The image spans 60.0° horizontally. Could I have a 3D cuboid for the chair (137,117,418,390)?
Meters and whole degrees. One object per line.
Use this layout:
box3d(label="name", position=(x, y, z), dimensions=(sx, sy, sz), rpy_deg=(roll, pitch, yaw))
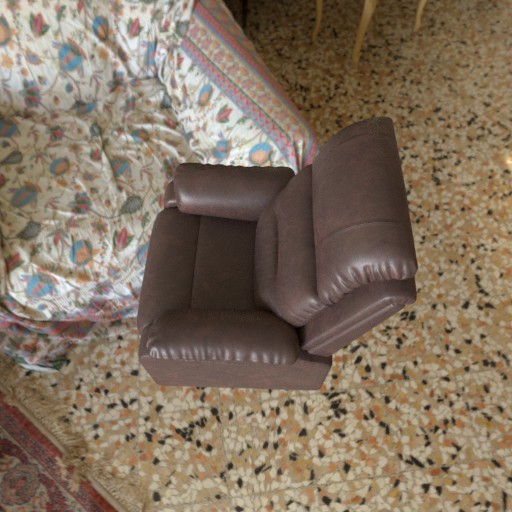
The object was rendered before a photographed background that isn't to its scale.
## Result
box3d(label="chair", position=(0.000, 0.000, 1.704), dimensions=(0.919, 0.992, 0.855), rpy_deg=(1, 60, 1))
